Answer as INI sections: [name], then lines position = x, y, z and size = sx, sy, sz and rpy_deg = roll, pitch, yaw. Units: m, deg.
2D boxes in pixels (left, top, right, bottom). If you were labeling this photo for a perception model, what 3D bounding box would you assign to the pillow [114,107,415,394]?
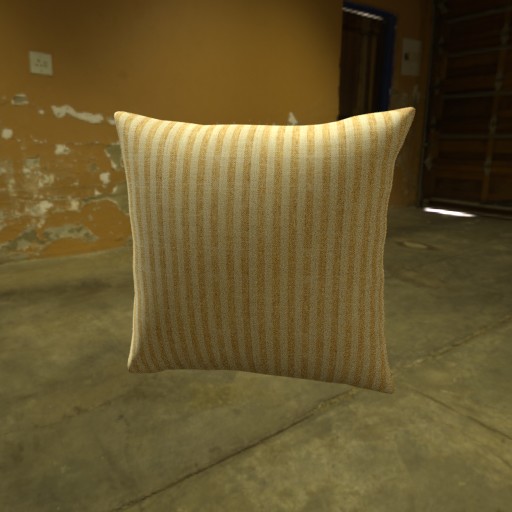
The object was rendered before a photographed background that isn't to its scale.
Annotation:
[pillow]
position = 0.000, 0.000, 0.646
size = 0.419, 0.407, 0.173
rpy_deg = 2, 14, 8
